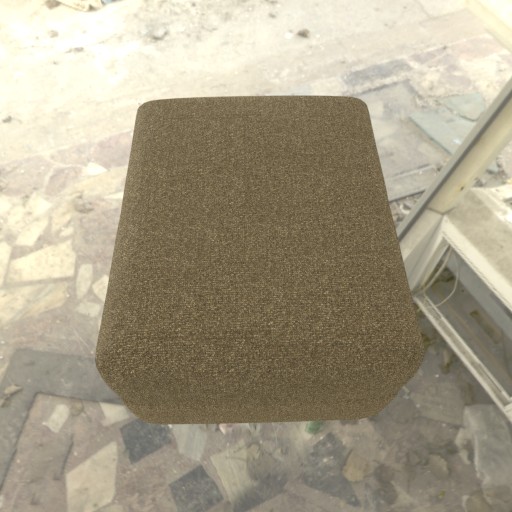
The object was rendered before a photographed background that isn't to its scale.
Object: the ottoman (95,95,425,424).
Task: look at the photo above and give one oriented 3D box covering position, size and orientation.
[{"bbox_3d":[0.000,0.000,1.105,0.598,0.476,0.742,-1,58,-1],"label":"ottoman"}]
